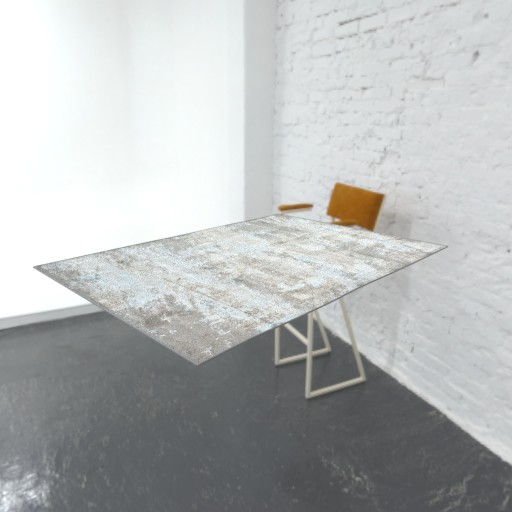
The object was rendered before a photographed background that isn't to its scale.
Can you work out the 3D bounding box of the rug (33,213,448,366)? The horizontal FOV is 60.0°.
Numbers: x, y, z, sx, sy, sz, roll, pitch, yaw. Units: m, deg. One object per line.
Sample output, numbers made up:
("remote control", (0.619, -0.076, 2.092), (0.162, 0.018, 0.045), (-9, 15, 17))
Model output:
("rug", (0.000, 0.000, 4.313), (2.393, 0.013, 3.307), (16, 23, 42))
